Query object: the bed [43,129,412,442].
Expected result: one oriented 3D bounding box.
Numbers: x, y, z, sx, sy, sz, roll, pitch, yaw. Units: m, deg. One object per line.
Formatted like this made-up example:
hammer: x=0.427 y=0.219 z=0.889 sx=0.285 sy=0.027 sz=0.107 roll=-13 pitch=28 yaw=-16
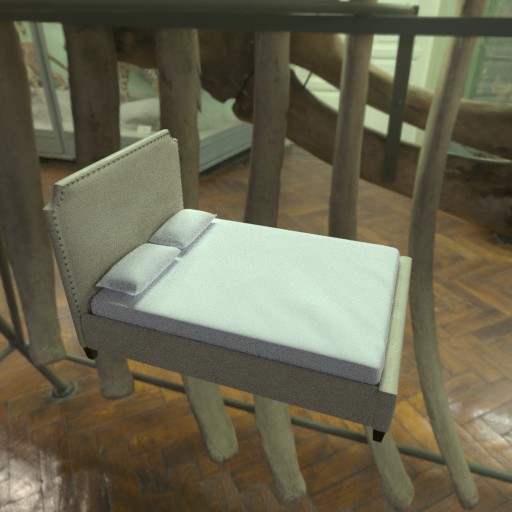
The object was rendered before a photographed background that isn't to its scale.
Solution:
bed: x=0.000 y=0.000 z=3.488 sx=2.372 sy=1.443 sz=1.712 roll=10 pitch=32 yaw=17
